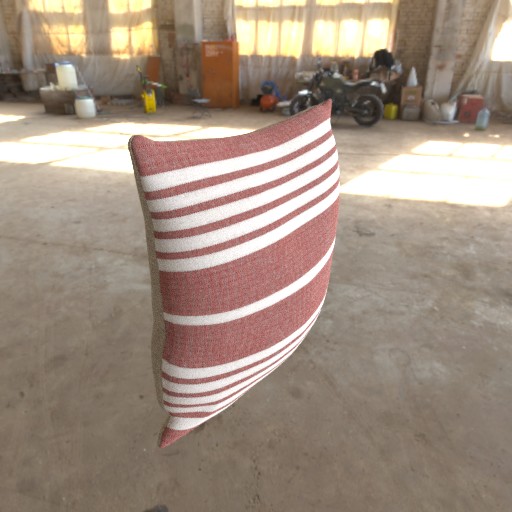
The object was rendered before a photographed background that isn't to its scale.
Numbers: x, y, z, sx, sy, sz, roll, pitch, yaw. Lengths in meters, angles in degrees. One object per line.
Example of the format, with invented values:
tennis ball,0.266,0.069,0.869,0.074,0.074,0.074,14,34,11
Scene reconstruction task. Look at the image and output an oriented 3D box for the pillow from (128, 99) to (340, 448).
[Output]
pillow,0.000,0.000,0.676,0.182,0.427,0.439,18,31,31
